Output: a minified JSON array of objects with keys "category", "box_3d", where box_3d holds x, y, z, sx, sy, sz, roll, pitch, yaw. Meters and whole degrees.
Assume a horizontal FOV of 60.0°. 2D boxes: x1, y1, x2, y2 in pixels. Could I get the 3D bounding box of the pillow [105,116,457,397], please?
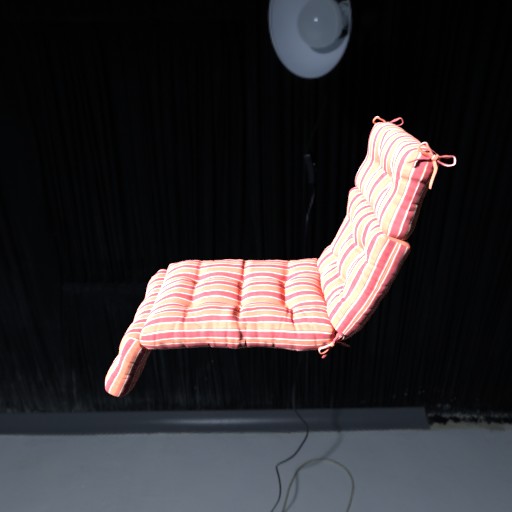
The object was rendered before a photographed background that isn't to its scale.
[{"category":"pillow","box_3d":[0.000,0.000,1.508,1.016,0.863,0.526,1,26,1]}]
